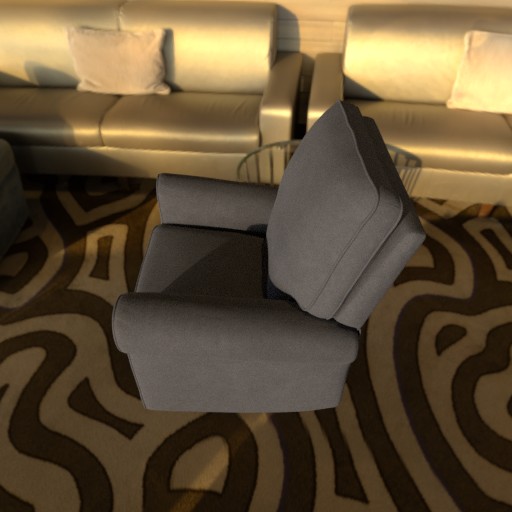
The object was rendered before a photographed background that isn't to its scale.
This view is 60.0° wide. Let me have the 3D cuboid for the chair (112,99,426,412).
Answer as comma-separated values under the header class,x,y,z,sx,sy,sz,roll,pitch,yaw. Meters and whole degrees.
class,x,y,z,sx,sy,sz,roll,pitch,yaw
chair,0.000,0.000,1.648,0.878,0.961,0.890,0,41,0
